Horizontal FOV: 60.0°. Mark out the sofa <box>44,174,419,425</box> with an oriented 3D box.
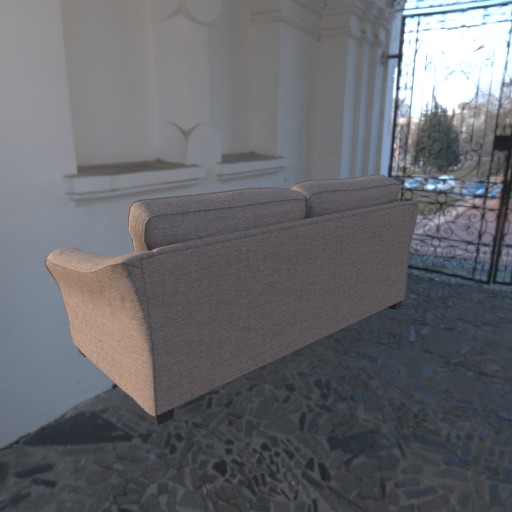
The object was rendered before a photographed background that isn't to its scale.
[{"bbox_3d":[0.000,0.000,2.776,2.270,0.965,0.980,-14,20,-41],"label":"sofa"}]
